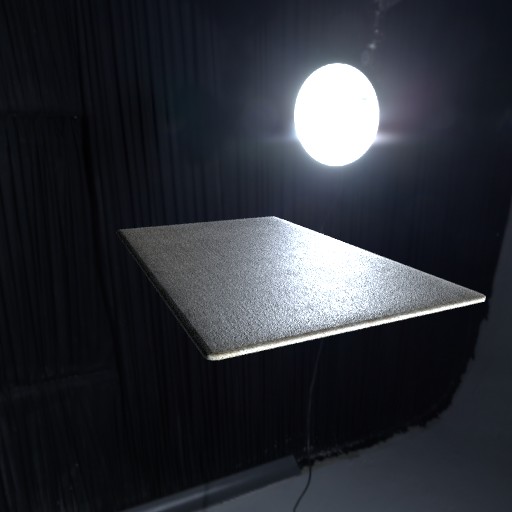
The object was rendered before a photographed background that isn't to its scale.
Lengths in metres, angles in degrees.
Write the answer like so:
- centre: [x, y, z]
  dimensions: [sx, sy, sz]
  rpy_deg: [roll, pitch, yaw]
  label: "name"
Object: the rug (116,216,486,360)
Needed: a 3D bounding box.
- centre: [0.000, 0.000, 3.059]
  dimensions: [1.539, 0.024, 2.469]
  rpy_deg: [-7, 17, -24]
  label: "rug"
